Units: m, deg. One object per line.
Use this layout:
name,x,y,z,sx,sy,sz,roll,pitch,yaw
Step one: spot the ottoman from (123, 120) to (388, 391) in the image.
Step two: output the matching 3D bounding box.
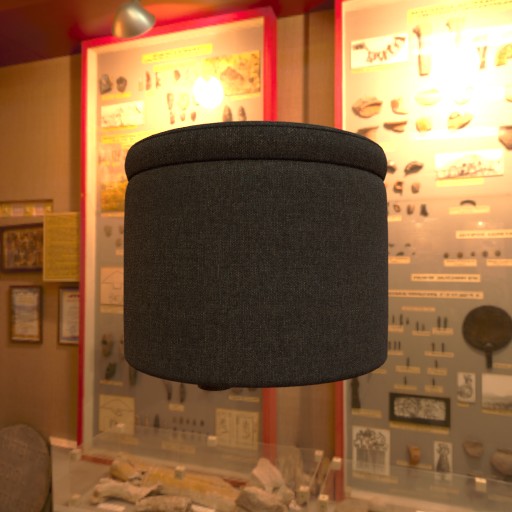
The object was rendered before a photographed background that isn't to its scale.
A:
ottoman,0.000,0.000,0.908,0.520,0.430,0.520,0,-1,0
